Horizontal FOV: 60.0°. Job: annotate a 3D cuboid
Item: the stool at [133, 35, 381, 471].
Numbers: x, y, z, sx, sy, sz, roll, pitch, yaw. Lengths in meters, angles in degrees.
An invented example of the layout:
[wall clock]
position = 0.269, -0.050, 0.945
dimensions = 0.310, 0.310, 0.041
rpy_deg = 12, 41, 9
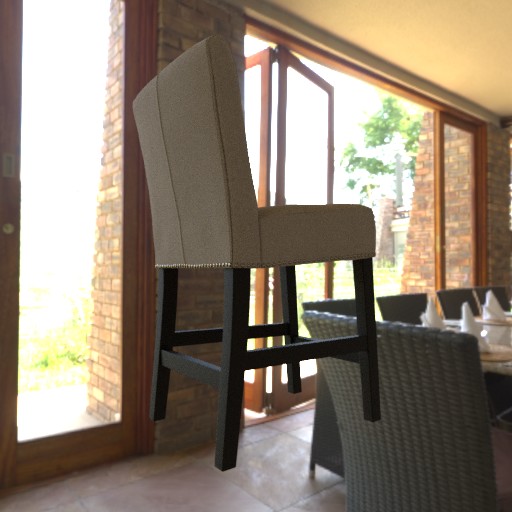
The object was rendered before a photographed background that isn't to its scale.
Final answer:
[stool]
position = 0.000, 0.000, 1.188
dimensions = 0.571, 0.885, 0.427
rpy_deg = 1, -2, -36
